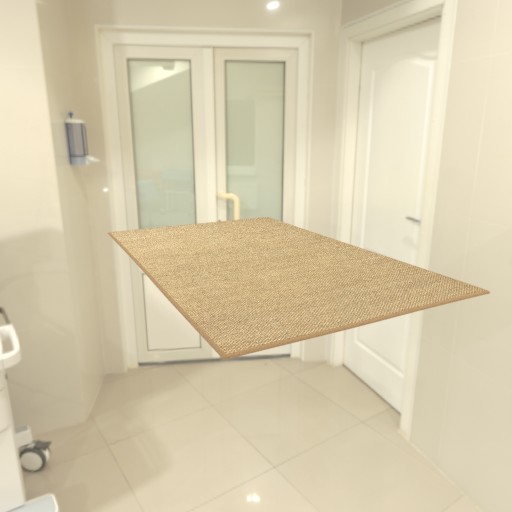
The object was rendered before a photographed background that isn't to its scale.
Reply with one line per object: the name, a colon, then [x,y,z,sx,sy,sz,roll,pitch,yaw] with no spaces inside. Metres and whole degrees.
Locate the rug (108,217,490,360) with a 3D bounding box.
rug: [0.000,0.000,2.079,1.061,0.012,1.668,-8,17,-27]
